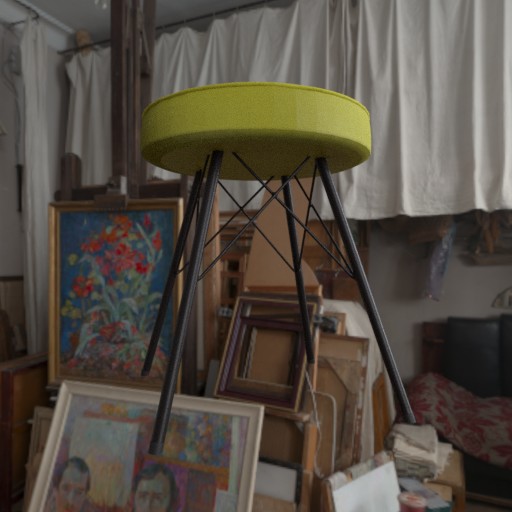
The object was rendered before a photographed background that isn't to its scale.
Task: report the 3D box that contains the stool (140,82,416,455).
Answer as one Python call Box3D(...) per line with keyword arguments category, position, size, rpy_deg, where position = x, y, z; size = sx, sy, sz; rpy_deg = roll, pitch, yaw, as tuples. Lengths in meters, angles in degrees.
Box3D(category="stool", position=(0.000, 0.000, 0.812), size=(0.409, 0.508, 0.409), rpy_deg=(0, 0, -16))
